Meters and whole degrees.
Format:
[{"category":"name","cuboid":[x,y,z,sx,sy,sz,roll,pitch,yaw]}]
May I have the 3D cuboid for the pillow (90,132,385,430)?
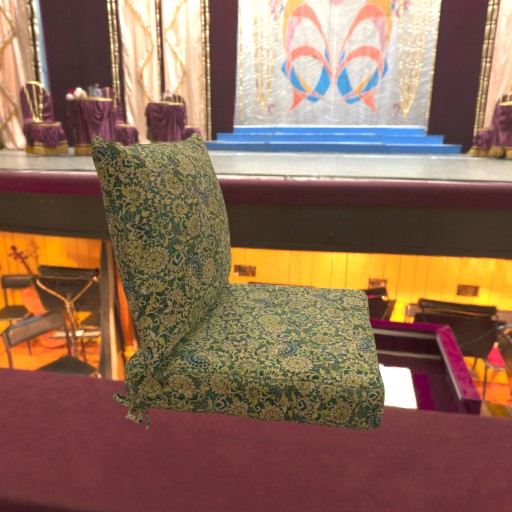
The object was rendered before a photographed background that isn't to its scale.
[{"category":"pillow","cuboid":[0.000,0.000,1.349,0.740,0.722,0.798,3,16,9]}]
